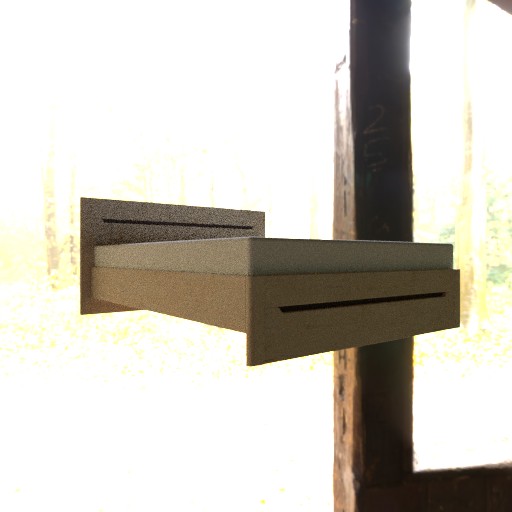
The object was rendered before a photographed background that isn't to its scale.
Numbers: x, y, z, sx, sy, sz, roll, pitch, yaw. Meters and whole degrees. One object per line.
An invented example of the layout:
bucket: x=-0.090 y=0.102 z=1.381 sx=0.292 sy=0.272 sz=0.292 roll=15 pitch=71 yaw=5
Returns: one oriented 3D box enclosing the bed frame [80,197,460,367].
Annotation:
bed frame: x=0.000 y=0.000 z=3.109 sx=1.800 sy=0.900 sz=2.080 roll=0 pitch=0 yaw=-37
